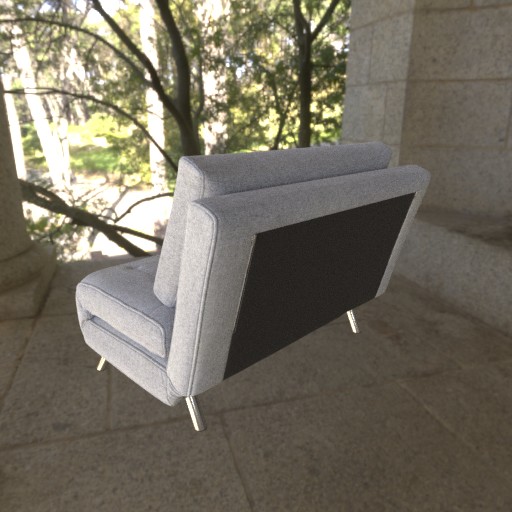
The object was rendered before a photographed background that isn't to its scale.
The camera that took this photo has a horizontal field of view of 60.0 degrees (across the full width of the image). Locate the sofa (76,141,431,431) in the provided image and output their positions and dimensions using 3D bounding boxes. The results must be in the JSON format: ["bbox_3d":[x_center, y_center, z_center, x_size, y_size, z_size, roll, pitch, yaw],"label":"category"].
[{"bbox_3d":[0.000,0.000,1.858,0.910,0.910,1.220,16,24,42],"label":"sofa"}]
